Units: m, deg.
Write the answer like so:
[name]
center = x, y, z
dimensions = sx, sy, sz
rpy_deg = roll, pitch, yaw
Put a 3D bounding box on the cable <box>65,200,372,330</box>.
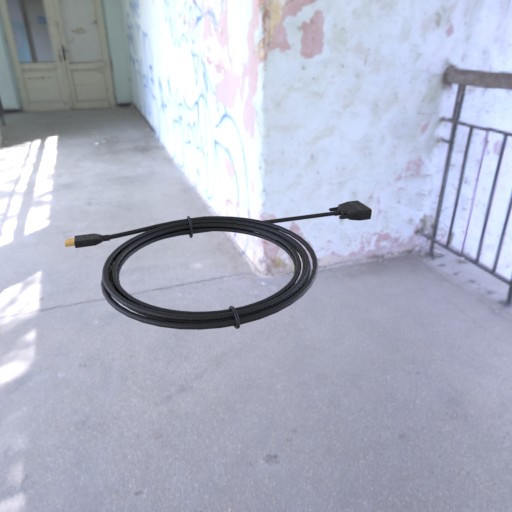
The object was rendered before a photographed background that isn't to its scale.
[cable]
center = 0.000, 0.000, 0.513
dimensions = 0.422, 0.030, 0.257
rpy_deg = -9, 29, -16
